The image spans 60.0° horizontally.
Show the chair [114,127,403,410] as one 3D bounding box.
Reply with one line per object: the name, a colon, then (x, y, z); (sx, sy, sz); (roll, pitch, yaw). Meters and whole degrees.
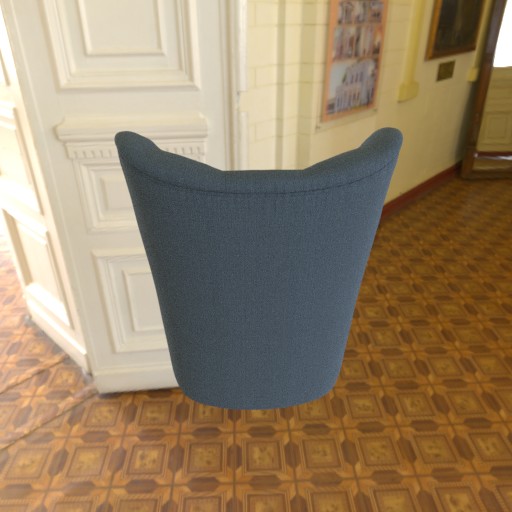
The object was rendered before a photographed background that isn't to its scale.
chair: (0.000, 0.000, 1.722); (0.831, 1.079, 0.930); (-1, 29, -2)
